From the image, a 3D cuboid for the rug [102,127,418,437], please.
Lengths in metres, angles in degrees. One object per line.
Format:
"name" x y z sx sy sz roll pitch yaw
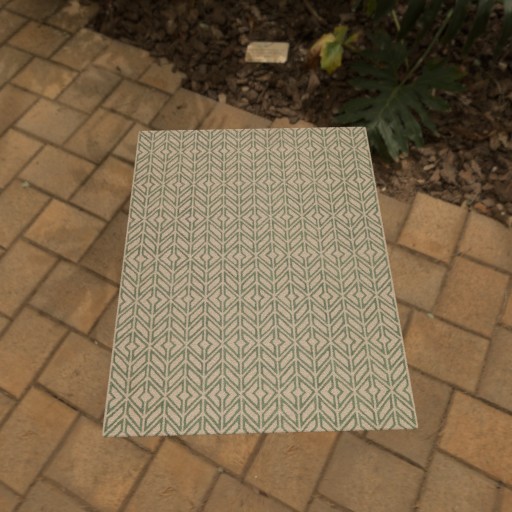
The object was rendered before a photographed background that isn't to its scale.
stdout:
"rug" 0.000 0.000 4.091 2.441 0.017 3.050 -1 64 -1
